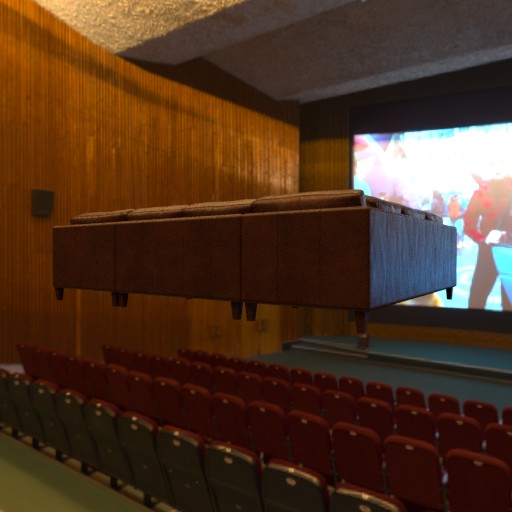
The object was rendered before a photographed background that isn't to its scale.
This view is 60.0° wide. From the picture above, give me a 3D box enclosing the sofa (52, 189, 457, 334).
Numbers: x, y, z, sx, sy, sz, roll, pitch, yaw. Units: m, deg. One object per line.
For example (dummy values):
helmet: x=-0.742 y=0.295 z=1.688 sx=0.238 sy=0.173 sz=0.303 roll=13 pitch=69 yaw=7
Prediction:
sofa: x=0.000 y=0.000 z=4.507 sx=3.324 sy=0.891 sz=2.452 roll=0 pitch=0 yaw=35
